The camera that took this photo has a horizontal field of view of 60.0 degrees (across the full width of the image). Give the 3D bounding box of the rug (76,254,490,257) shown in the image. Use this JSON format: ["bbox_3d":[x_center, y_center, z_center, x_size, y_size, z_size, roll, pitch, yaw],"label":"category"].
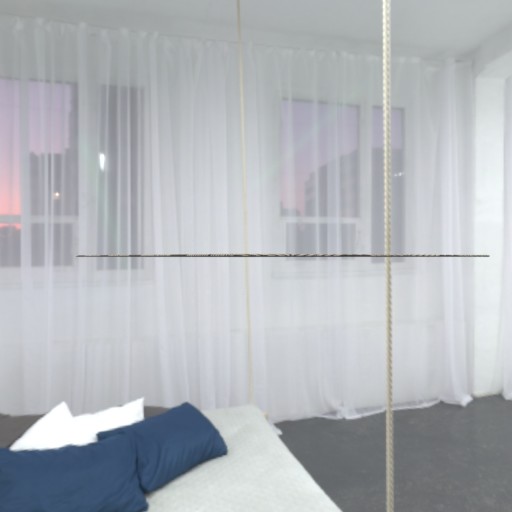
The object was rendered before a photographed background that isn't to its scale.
[{"bbox_3d":[0.000,0.000,4.066,2.438,0.016,3.048,0,0,-35],"label":"rug"}]
